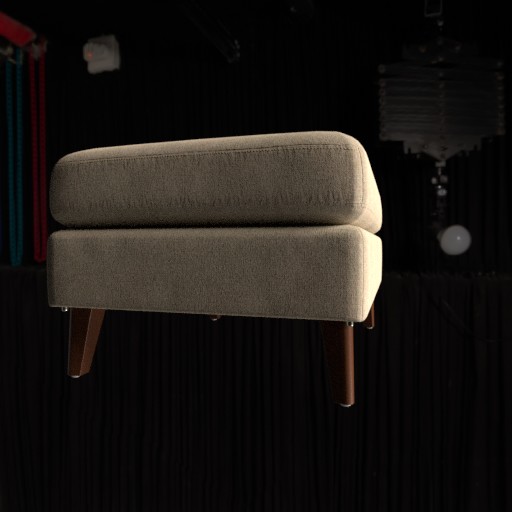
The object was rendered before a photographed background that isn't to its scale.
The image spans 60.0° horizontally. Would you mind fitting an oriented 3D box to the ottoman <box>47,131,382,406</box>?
[{"bbox_3d":[0.000,0.000,1.154,0.610,0.478,0.823,0,1,17],"label":"ottoman"}]
